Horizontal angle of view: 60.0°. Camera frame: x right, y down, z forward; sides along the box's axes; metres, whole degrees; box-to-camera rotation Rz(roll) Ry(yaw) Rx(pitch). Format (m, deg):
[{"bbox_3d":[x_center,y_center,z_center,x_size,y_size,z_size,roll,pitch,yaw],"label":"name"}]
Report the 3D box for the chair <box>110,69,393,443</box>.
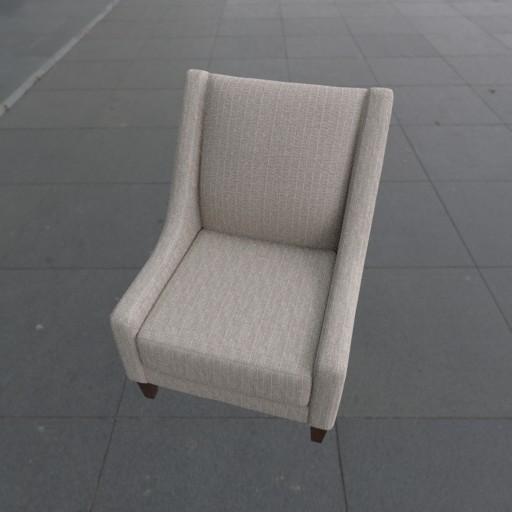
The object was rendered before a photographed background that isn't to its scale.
[{"bbox_3d":[0.000,0.000,1.618,0.774,1.014,0.870,10,42,12],"label":"chair"}]
